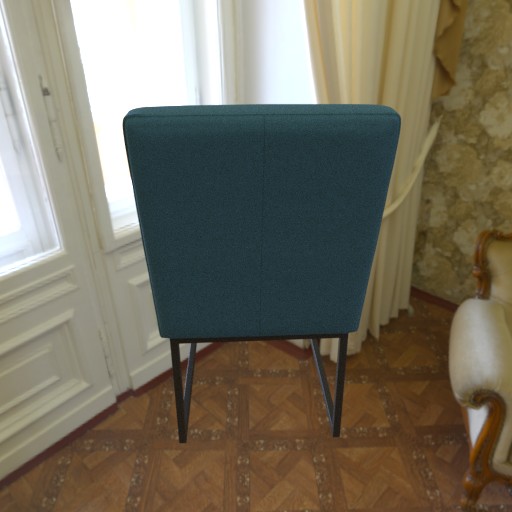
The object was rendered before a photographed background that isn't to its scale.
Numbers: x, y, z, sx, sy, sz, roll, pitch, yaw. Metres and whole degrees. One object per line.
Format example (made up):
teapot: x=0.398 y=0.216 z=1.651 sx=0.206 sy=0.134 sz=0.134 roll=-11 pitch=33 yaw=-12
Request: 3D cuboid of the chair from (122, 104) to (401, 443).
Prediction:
chair: x=0.000 y=0.000 z=1.273 sx=0.520 sy=0.930 sz=0.634 roll=-1 pitch=29 yaw=-2
